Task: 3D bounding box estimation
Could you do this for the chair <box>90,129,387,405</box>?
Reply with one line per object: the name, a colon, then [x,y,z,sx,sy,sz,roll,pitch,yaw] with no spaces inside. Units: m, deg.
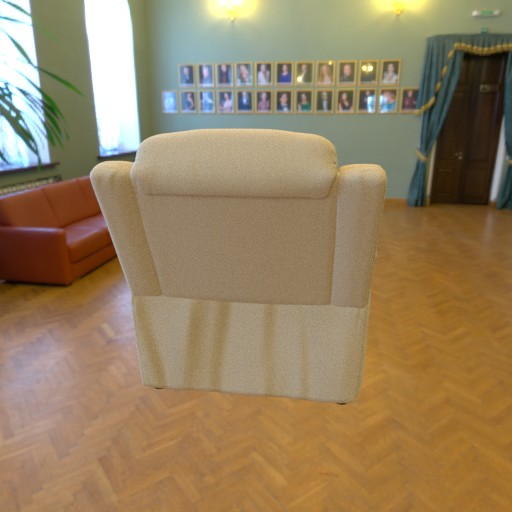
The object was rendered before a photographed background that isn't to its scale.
chair: [0.000,0.000,1.258,0.680,0.702,0.709,2,17,8]
